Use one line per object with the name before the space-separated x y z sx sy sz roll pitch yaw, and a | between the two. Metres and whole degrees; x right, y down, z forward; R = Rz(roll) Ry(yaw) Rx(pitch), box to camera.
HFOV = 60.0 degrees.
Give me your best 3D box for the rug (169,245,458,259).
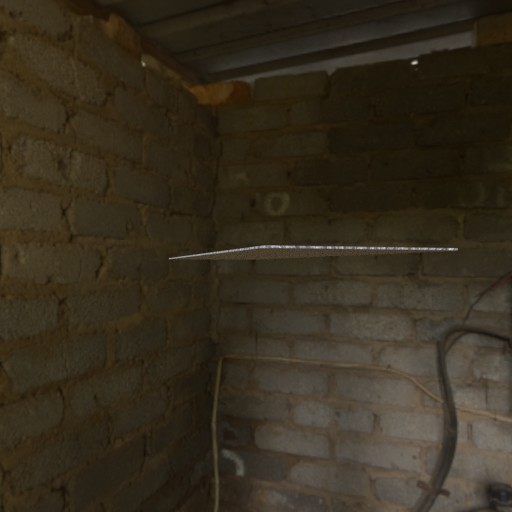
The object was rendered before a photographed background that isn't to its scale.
rug | 0.000 0.000 2.434 0.686 0.008 2.286 0 -1 -18
